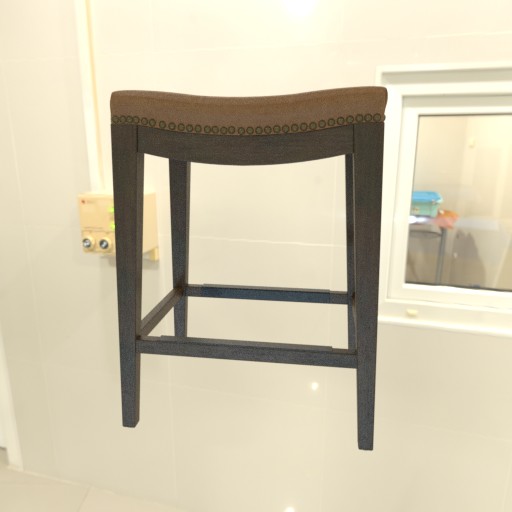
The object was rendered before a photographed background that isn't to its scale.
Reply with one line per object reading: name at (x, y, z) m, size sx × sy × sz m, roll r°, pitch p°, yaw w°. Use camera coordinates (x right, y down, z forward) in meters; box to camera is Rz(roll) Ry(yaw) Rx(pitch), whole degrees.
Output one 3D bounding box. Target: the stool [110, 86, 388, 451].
stool at (0.000, 0.000, 0.962) m, size 0.500 × 0.660 × 0.361 m, roll 2°, pitch 15°, yaw 8°
